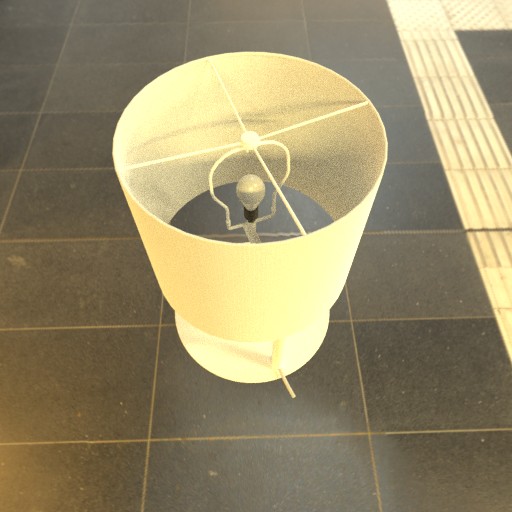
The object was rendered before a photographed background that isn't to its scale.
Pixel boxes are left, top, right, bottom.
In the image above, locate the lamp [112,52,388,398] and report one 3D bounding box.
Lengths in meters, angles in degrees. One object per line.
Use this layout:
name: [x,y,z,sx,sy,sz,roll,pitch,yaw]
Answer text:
lamp: [0.000,0.000,0.670,0.299,0.454,0.341,-18,59,-11]
